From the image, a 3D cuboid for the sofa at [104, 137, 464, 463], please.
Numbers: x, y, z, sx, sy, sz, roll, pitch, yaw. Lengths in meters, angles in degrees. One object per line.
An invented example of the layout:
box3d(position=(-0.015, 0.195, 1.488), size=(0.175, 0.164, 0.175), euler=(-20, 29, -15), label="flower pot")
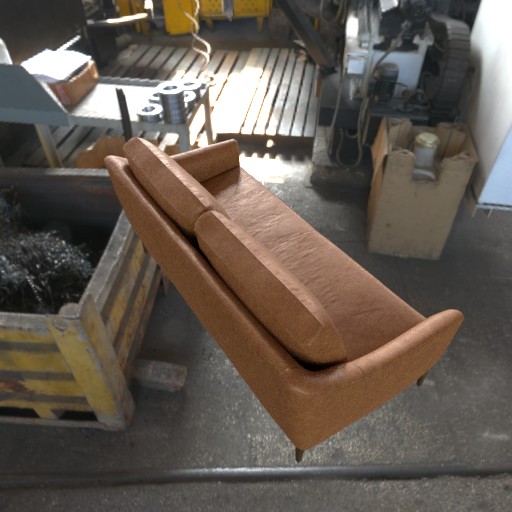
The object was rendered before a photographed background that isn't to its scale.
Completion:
box3d(position=(0.000, 0.000, 2.537), size=(0.981, 0.945, 2.036), euler=(-25, 49, -24), label="sofa")
